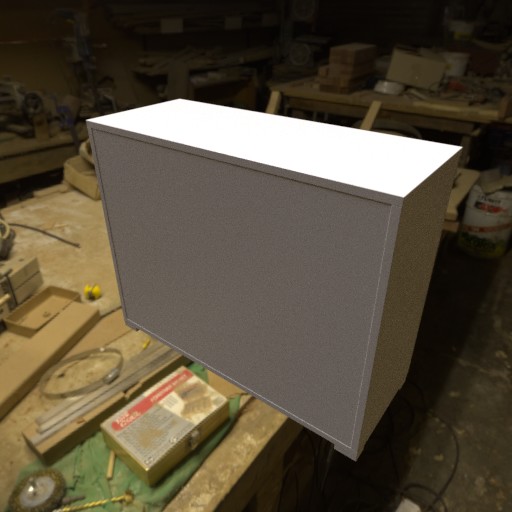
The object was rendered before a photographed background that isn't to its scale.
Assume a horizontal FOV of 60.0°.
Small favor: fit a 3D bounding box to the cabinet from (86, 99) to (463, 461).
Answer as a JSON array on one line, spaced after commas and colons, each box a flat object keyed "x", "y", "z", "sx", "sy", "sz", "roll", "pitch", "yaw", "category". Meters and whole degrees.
[{"x": 0.000, "y": 0.000, "z": 1.437, "sx": 1.000, "sy": 0.800, "sz": 0.400, "roll": 21, "pitch": 36, "yaw": 31, "category": "cabinet"}]
